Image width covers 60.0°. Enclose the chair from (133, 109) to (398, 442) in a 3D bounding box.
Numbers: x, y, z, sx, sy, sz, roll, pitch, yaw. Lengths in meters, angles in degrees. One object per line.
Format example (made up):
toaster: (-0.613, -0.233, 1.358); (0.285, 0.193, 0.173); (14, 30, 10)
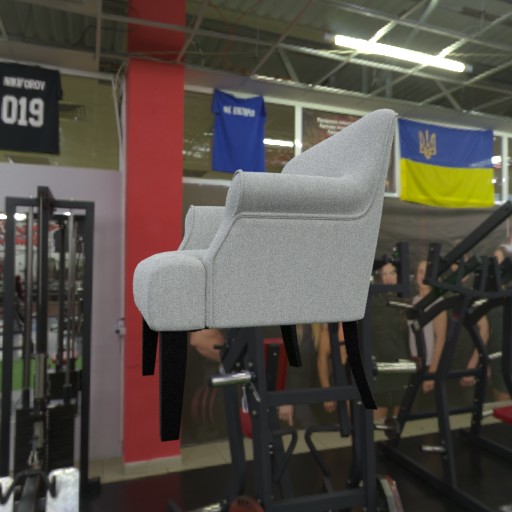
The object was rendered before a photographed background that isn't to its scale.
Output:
chair: (0.000, 0.000, 1.458); (0.750, 0.875, 0.781); (0, -1, -18)
